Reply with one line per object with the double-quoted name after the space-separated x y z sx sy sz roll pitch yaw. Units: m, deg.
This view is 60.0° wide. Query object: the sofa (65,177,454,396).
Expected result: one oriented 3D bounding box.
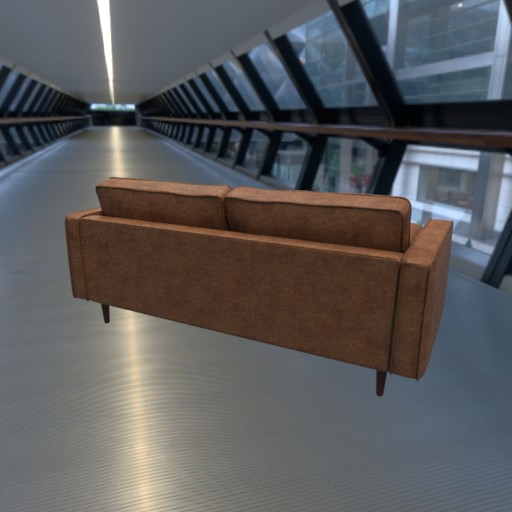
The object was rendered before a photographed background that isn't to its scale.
0.000 0.000 2.426 1.920 0.825 0.924 8 18 26 "sofa"
